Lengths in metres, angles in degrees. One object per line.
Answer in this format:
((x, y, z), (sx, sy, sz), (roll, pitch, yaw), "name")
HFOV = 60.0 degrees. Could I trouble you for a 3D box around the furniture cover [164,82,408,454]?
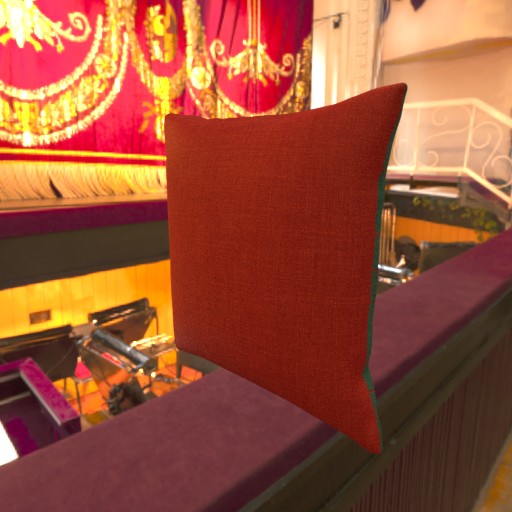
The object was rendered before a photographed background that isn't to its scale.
((0.000, 0.000, 0.764), (0.158, 0.508, 0.517), (-12, 17, -43), "furniture cover")
